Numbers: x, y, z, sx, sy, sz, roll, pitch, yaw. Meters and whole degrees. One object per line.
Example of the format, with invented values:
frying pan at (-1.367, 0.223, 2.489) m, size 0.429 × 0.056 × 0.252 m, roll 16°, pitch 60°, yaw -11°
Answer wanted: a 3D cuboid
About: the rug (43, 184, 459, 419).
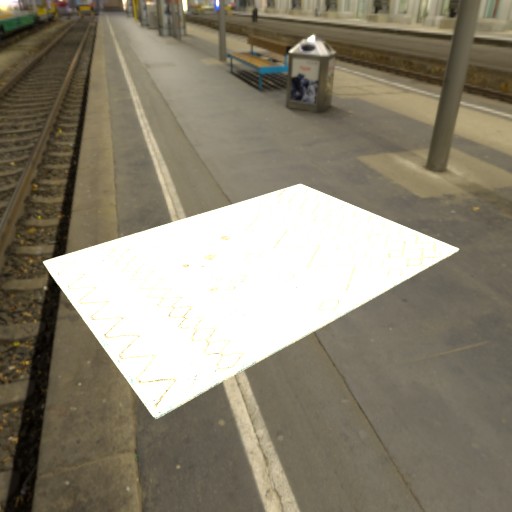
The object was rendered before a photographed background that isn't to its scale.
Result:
rug at (0.000, 0.000, 2.345) m, size 1.820 × 0.009 × 1.260 m, roll -21°, pitch 36°, yaw -32°
